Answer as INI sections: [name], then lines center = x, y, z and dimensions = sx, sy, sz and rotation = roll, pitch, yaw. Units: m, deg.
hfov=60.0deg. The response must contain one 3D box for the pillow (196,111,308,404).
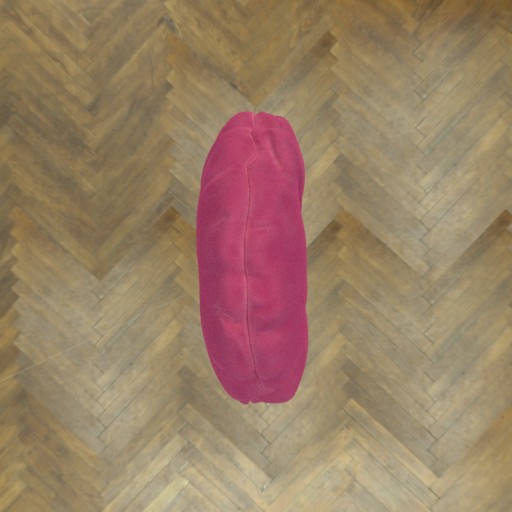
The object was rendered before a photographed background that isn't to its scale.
[pillow]
center = 0.000, 0.000, 0.663
dimensions = 0.148, 0.407, 0.428
rotation = 0, 90, 2
